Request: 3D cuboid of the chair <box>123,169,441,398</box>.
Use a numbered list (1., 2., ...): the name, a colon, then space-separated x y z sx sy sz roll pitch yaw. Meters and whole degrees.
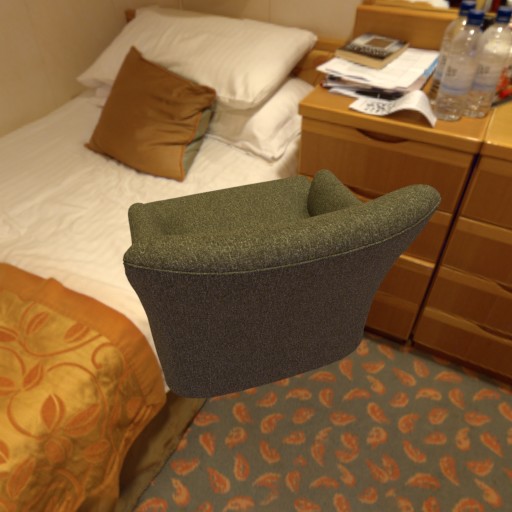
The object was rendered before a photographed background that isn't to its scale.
1. chair: 0.000 0.000 1.586 0.864 0.856 0.923 -12 43 -14
